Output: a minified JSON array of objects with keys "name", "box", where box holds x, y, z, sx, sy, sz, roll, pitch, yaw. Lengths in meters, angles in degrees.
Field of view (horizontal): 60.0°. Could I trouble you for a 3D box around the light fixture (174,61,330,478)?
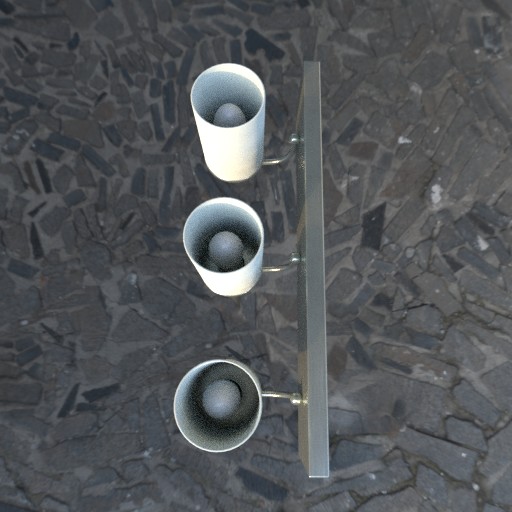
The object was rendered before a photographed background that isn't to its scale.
[{"name":"light fixture","box":[0.000,0.000,0.517,0.145,0.172,0.451,1,76,0]}]
